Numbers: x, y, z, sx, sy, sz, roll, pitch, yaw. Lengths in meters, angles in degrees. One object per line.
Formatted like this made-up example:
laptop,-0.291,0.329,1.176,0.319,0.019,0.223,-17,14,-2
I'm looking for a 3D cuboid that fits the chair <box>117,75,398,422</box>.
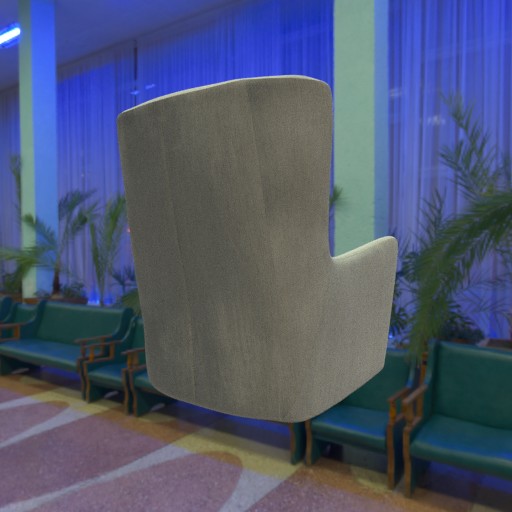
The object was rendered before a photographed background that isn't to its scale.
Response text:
chair,0.000,0.000,1.628,0.779,1.000,0.904,1,2,36
